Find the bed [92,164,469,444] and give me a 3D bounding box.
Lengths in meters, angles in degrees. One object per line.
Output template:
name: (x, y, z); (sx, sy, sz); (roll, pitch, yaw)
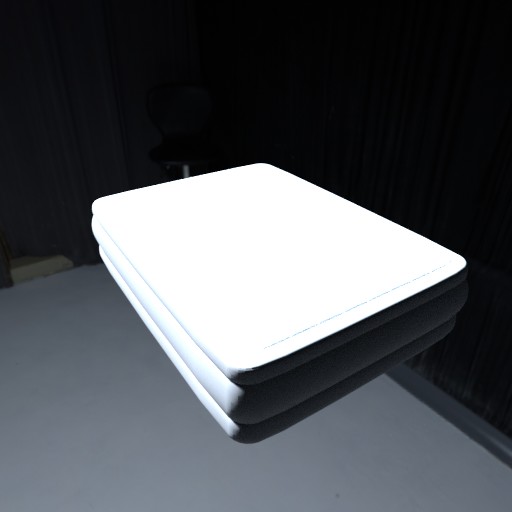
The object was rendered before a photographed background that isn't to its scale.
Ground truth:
bed: (0.000, 0.000, 2.728); (1.520, 0.460, 2.036); (-19, 35, -28)
